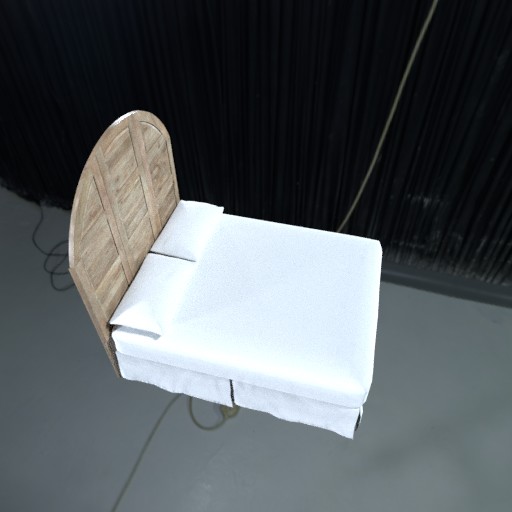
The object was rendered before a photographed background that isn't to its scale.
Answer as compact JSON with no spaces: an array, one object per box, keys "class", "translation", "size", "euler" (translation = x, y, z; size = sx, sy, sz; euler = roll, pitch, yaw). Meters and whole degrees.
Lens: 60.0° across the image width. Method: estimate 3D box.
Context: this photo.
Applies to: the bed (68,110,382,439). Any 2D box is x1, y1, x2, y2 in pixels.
[{"class":"bed","translation":[0.000,0.000,3.550],"size":[2.112,2.002,1.713],"euler":[10,47,10]}]
